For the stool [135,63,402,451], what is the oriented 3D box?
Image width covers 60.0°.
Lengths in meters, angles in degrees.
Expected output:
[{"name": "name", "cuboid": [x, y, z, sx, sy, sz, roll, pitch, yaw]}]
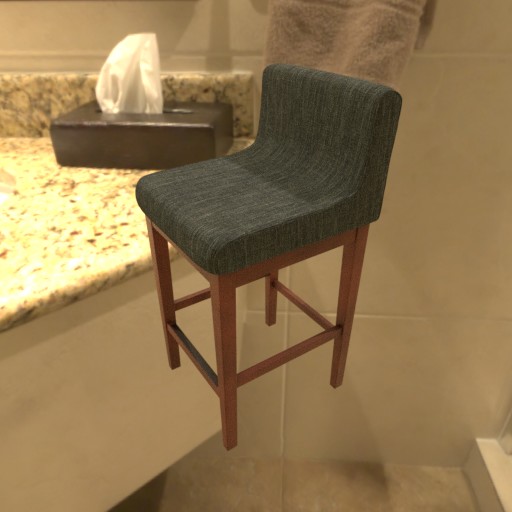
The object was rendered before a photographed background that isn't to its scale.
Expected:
[{"name": "stool", "cuboid": [0.000, 0.000, 1.116, 0.459, 0.835, 0.395, -19, 37, -28]}]
